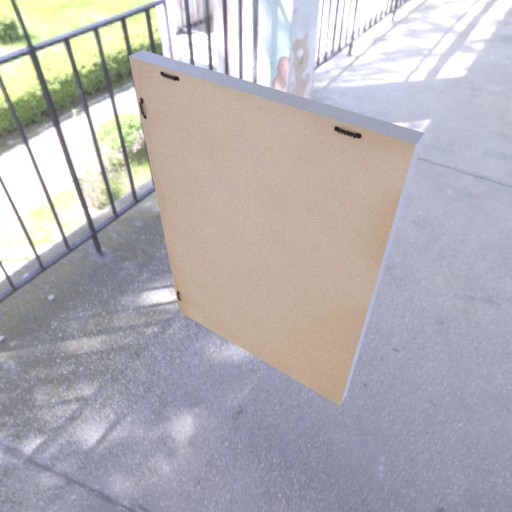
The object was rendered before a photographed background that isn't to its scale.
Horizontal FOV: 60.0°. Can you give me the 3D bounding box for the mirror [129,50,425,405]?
[{"bbox_3d":[0.000,0.000,0.920,0.507,0.710,0.039,26,51,23],"label":"mirror"}]
